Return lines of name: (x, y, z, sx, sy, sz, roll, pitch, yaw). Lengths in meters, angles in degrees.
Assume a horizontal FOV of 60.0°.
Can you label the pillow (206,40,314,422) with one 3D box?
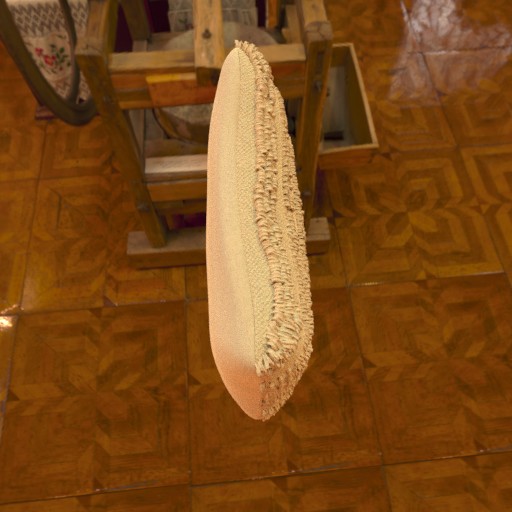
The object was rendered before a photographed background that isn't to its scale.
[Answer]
pillow: (0.000, 0.000, 0.665, 0.145, 0.427, 0.437, -3, 64, -1)
